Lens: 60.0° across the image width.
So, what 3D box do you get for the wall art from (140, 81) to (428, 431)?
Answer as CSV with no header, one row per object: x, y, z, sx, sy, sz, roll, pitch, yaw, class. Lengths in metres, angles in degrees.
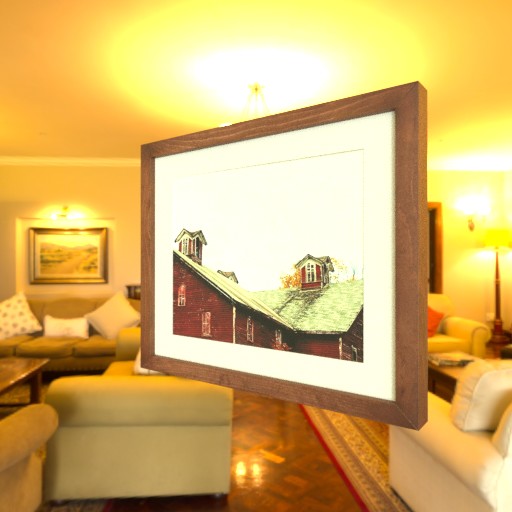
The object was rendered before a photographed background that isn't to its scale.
0.000,0.000,0.546,0.401,0.328,0.030,0,0,36,wall art
